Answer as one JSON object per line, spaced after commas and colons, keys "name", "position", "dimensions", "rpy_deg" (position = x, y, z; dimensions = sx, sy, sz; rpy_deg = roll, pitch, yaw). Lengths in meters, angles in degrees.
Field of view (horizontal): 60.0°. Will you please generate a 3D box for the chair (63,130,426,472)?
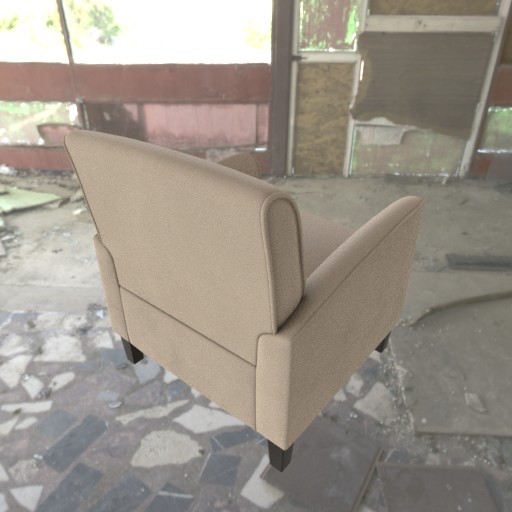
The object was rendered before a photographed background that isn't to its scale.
{"name": "chair", "position": [0.000, 0.000, 1.514], "dimensions": [0.820, 0.915, 0.820], "rpy_deg": [23, 37, 33]}
